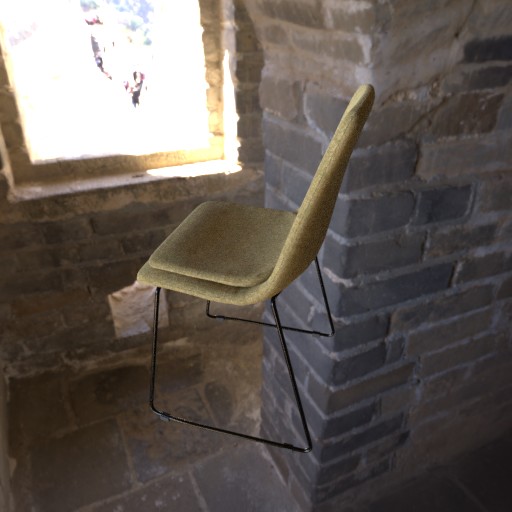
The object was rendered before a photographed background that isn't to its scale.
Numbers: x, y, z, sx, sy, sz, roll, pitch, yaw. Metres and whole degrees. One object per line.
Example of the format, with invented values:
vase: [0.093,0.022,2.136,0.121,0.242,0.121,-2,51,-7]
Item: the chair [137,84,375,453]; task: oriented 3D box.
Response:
chair: [0.000,0.000,1.155,0.496,0.849,0.479,8,31,13]
